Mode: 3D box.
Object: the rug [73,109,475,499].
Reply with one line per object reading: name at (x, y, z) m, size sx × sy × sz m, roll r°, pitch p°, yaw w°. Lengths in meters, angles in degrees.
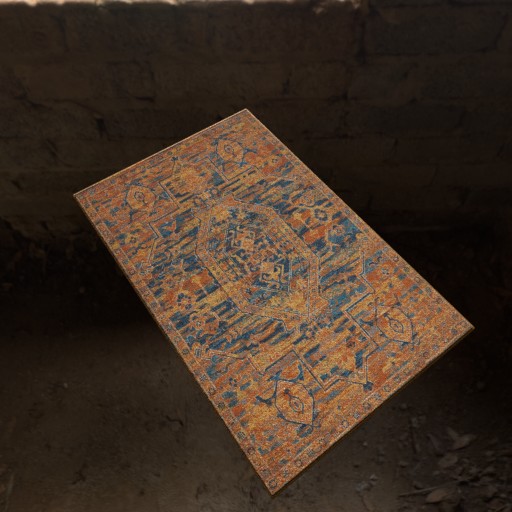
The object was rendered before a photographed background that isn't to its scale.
rug at (0.000, 0.000, 1.063) m, size 0.557 × 0.008 × 0.863 m, roll -32°, pitch 64°, yaw -18°
